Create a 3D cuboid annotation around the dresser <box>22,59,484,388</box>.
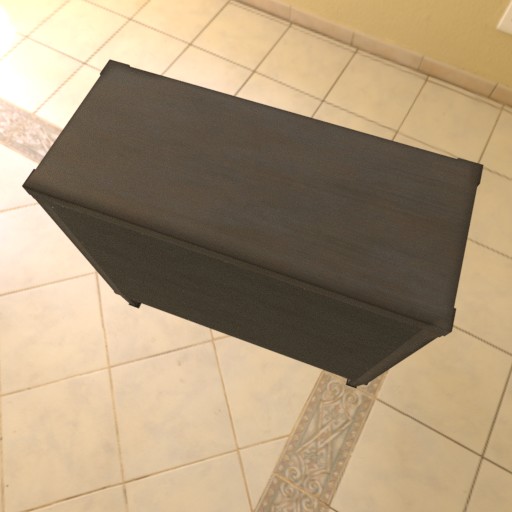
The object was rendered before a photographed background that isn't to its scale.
[{"bbox_3d":[0.000,0.000,1.545,1.049,0.986,0.463,19,67,8],"label":"dresser"}]
